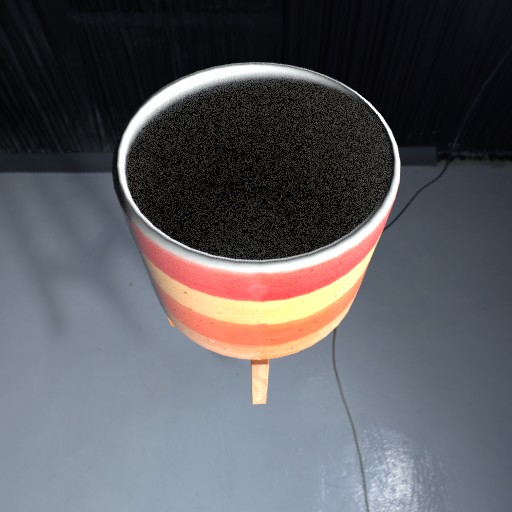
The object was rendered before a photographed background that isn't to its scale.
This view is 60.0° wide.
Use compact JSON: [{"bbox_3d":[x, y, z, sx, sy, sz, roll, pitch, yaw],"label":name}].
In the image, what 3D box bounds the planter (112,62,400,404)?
[{"bbox_3d":[0.000,0.000,0.406,0.199,0.268,0.199,0,57,0],"label":"planter"}]
